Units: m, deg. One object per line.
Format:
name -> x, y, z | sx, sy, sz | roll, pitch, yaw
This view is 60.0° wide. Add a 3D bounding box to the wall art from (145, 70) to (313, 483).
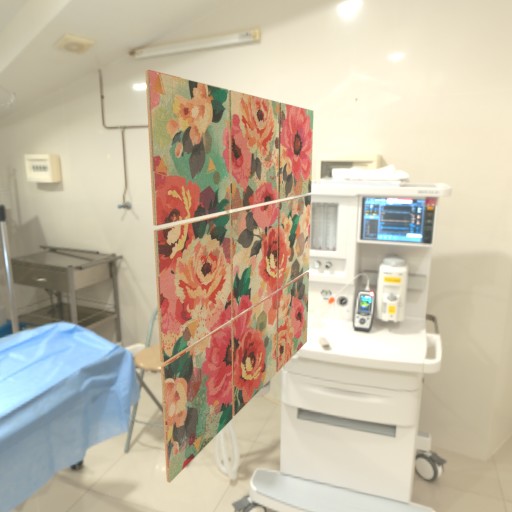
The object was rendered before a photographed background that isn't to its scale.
wall art -> 0.000, 0.000, 1.792 | 0.013, 1.220, 1.216 | 7, 14, 26
